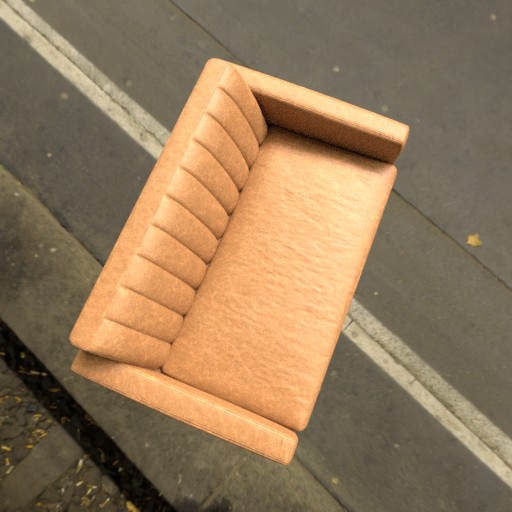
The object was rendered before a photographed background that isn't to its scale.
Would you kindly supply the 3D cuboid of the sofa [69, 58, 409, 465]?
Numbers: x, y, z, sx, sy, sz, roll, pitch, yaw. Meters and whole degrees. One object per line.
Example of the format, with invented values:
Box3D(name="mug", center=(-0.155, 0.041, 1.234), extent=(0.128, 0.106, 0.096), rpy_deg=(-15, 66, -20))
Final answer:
Box3D(name="sofa", center=(0.000, 0.000, 2.085), extent=(0.960, 0.820, 1.549), rpy_deg=(22, 77, 5))
